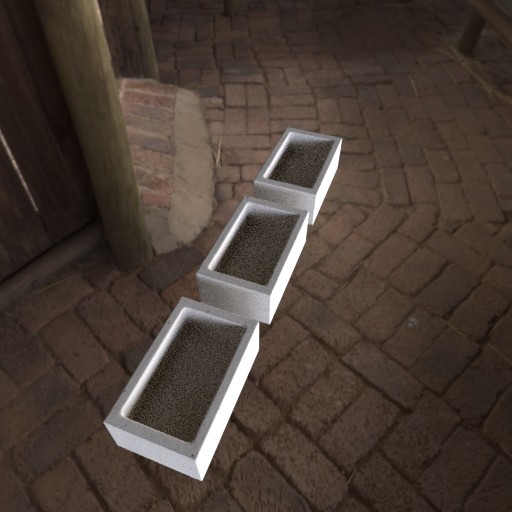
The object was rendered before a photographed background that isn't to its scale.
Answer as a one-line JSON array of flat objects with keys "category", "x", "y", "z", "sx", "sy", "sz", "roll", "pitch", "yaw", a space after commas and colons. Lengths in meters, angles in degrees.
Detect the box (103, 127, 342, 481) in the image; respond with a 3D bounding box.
[{"category": "box", "x": 0.000, "y": 0.000, "z": 0.503, "sx": 0.082, "sy": 0.051, "sz": 0.461, "roll": 16, "pitch": 49, "yaw": 14}]
